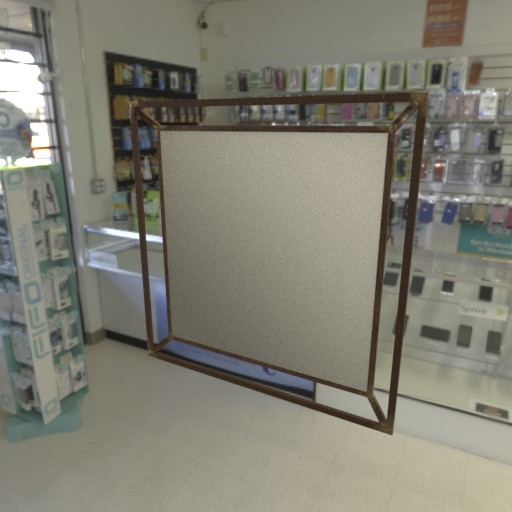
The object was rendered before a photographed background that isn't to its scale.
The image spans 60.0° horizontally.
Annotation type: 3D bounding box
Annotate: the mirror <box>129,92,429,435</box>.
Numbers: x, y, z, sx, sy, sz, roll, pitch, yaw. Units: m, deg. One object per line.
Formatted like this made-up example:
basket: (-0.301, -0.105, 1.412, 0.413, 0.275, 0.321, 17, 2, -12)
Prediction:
mirror: (0.000, 0.000, 0.908, 0.610, 0.610, 0.032, 9, 19, 28)
